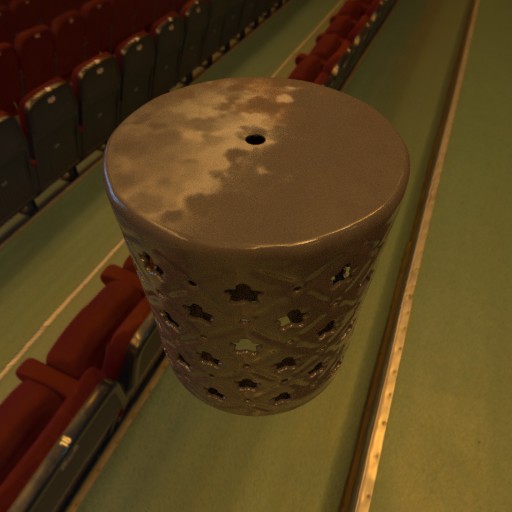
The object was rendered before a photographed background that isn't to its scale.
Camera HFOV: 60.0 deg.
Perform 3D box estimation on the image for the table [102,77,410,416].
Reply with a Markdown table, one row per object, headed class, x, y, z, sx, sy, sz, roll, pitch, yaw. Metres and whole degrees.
| class | x | y | z | sx | sy | sz | roll | pitch | yaw |
| --- | --- | --- | --- | --- | --- | --- | --- | --- | --- |
| table | 0.000 | 0.000 | 0.647 | 0.352 | 0.387 | 0.352 | 0 | 46 | 0 |
